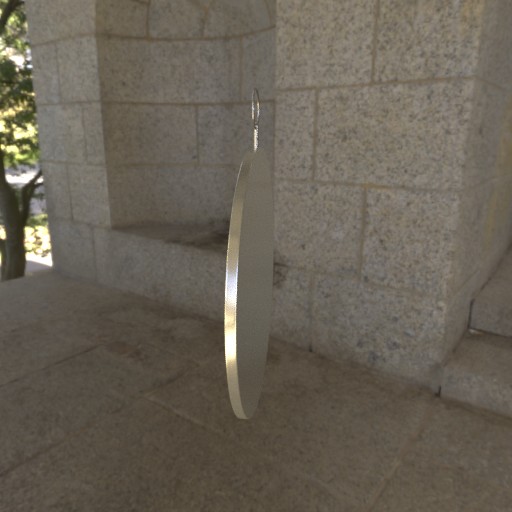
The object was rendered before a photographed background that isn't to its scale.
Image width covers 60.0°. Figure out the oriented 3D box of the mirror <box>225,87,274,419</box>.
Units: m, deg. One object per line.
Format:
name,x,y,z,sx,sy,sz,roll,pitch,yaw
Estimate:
mirror,0.000,0.000,0.999,0.020,0.713,0.594,2,15,8
